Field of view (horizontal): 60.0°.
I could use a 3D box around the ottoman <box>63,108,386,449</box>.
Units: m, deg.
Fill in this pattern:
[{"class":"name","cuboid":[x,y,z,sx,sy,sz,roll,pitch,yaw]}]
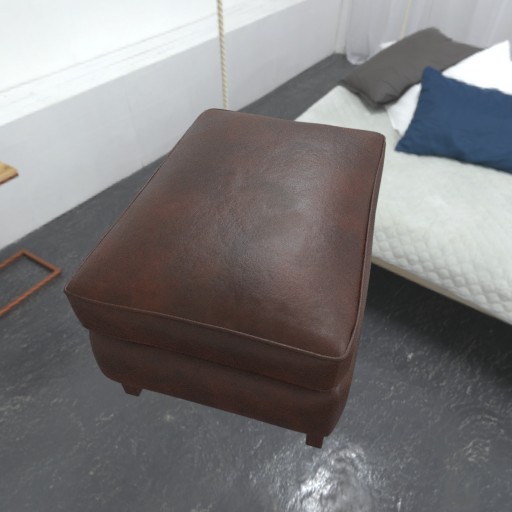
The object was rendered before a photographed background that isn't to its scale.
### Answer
[{"class":"ottoman","cuboid":[0.000,0.000,0.986,0.501,0.432,0.665,12,46,12]}]
